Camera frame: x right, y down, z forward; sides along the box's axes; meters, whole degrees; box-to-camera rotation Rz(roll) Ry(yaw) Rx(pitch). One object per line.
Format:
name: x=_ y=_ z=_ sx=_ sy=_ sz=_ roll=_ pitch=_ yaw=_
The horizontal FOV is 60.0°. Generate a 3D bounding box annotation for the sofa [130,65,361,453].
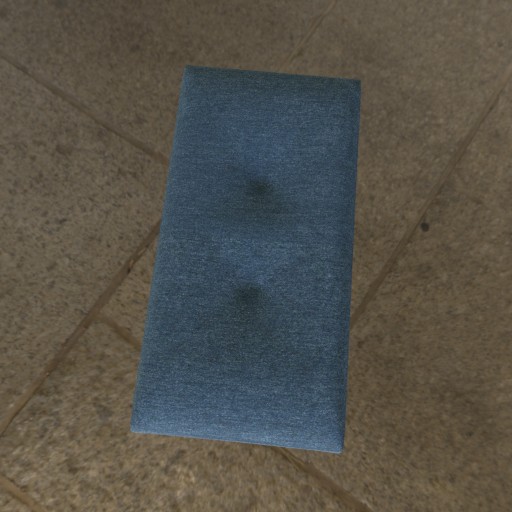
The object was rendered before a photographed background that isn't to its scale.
sofa: x=0.000 y=0.000 z=1.214 sx=0.480 sy=0.470 sz=0.930 roll=5 pitch=77 yaw=1
